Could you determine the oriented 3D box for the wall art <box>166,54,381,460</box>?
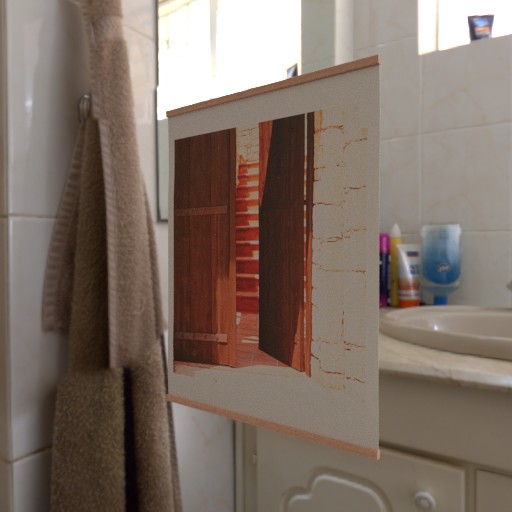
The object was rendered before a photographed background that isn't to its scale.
[{"bbox_3d":[0.000,0.000,1.328,0.758,1.013,0.020,0,1,36],"label":"wall art"}]
